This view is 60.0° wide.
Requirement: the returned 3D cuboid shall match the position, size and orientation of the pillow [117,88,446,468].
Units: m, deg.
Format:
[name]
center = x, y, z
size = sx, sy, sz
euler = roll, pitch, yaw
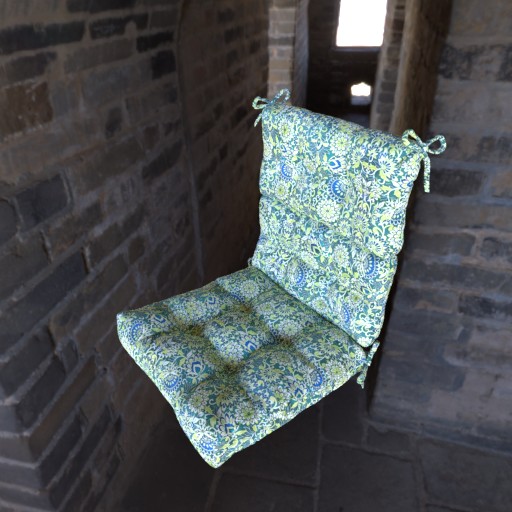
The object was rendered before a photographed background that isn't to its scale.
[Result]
[pillow]
center = 0.000, 0.000, 1.012
size = 0.571, 0.605, 0.519
euler = -21, 37, -31
